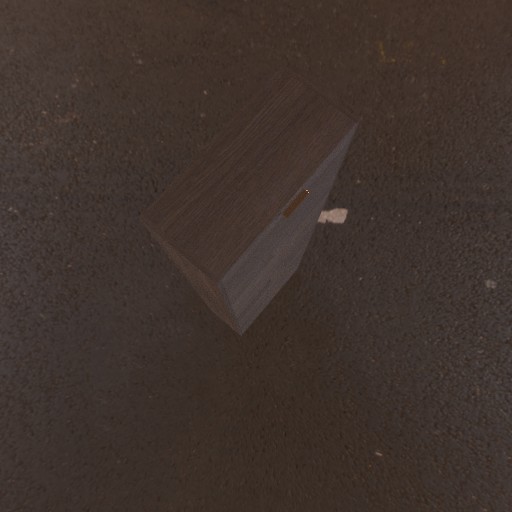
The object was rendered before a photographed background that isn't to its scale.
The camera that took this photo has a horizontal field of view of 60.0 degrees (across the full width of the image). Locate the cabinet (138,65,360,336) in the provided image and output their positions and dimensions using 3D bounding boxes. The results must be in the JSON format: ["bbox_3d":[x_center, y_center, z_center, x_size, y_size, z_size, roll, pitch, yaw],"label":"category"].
[{"bbox_3d":[0.000,0.000,1.816,0.255,1.630,0.520,39,79,9],"label":"cabinet"}]
